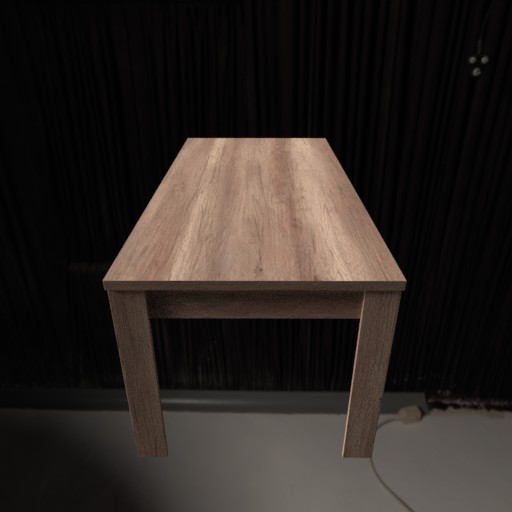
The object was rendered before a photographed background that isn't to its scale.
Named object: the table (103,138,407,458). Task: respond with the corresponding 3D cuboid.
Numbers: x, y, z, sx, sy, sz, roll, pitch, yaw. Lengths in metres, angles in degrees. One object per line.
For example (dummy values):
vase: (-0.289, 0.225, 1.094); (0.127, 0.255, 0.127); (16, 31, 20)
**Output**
table: (0.000, 0.000, 2.291); (0.900, 0.790, 1.800); (0, 28, 0)
